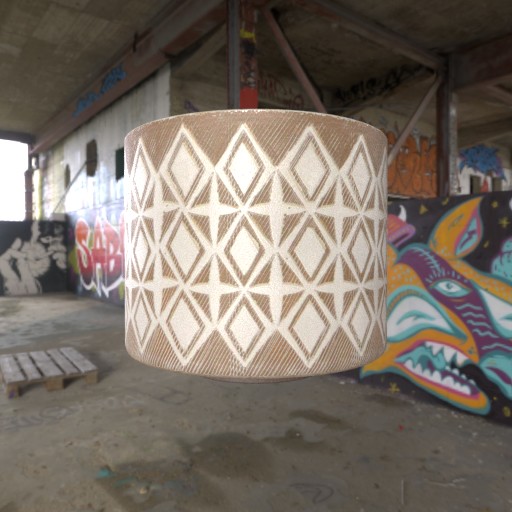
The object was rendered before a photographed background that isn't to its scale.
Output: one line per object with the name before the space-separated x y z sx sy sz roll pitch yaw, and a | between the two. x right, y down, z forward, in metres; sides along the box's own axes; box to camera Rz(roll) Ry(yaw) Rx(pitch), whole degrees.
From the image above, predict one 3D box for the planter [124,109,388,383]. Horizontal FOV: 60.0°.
planter | 0.000 0.000 0.340 0.193 0.165 0.193 0 1 0
